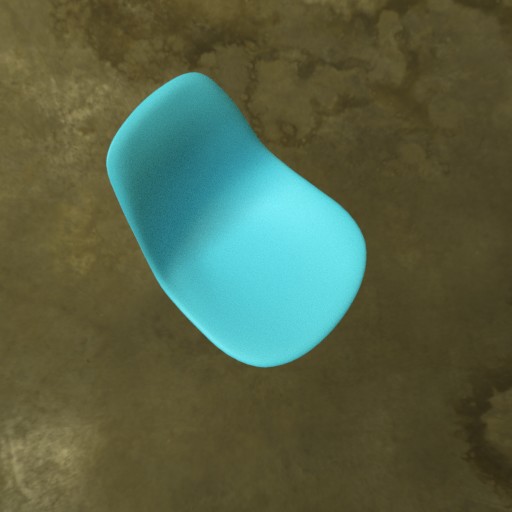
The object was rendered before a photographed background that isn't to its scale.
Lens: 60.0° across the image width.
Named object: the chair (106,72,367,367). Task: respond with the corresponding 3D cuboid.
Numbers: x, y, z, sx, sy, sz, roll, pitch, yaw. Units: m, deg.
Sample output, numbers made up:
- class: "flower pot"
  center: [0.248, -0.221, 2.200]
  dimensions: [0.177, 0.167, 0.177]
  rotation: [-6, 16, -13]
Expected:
- class: "chair"
  center: [0.000, 0.000, 1.138]
  dimensions: [0.531, 0.826, 0.470]
  rotation: [39, 79, 9]
